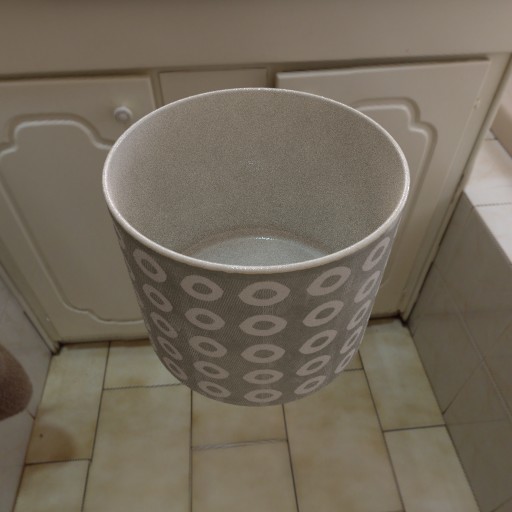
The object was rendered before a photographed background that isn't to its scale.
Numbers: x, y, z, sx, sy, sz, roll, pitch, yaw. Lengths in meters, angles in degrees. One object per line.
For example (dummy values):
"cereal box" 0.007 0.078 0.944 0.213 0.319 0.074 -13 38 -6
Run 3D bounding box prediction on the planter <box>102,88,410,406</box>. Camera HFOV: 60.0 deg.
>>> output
"planter" 0.000 0.000 0.346 0.190 0.181 0.190 0 47 0
